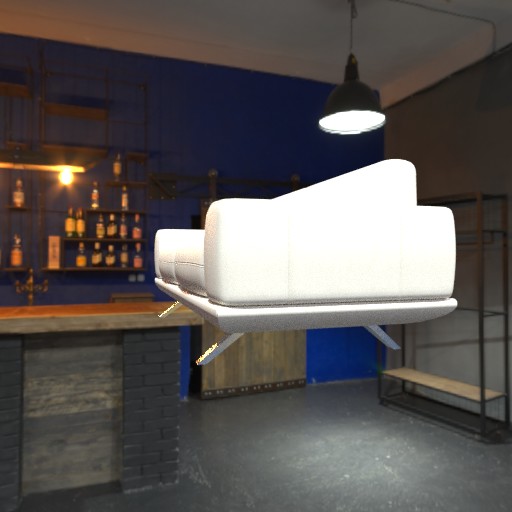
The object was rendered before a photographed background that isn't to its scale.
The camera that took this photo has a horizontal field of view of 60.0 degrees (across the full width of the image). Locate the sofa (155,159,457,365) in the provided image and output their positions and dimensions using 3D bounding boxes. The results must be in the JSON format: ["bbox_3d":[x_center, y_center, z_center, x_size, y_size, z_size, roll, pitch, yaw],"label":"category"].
[{"bbox_3d":[0.000,0.000,2.322,0.900,0.772,1.901,0,0,-18],"label":"sofa"}]
